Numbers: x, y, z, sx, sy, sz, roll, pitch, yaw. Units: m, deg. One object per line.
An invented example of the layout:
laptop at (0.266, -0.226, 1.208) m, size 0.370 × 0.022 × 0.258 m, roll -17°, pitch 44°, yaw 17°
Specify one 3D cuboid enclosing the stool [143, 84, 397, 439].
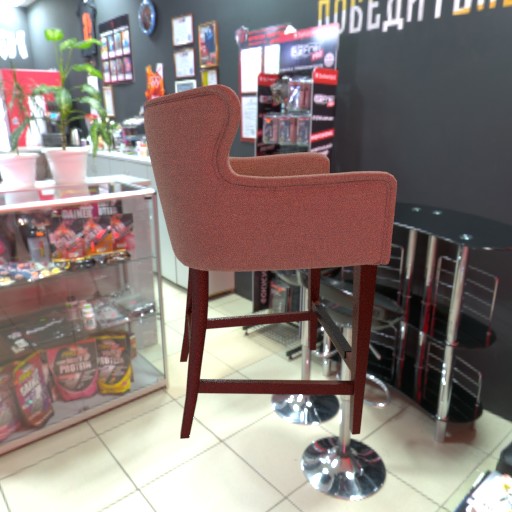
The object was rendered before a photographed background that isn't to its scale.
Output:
stool at (0.000, 0.000, 1.414) m, size 0.637 × 0.987 × 0.615 m, roll -2°, pitch 18°, yaw -8°
